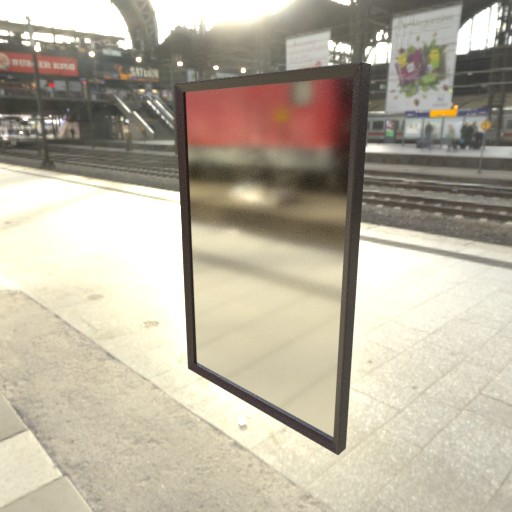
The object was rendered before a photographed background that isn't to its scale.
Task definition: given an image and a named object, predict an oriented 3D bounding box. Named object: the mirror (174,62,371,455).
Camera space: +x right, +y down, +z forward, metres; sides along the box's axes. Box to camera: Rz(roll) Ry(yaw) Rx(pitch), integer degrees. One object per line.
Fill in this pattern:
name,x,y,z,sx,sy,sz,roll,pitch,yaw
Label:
mirror,0.000,0.000,1.204,0.609,0.915,0.041,15,21,42
